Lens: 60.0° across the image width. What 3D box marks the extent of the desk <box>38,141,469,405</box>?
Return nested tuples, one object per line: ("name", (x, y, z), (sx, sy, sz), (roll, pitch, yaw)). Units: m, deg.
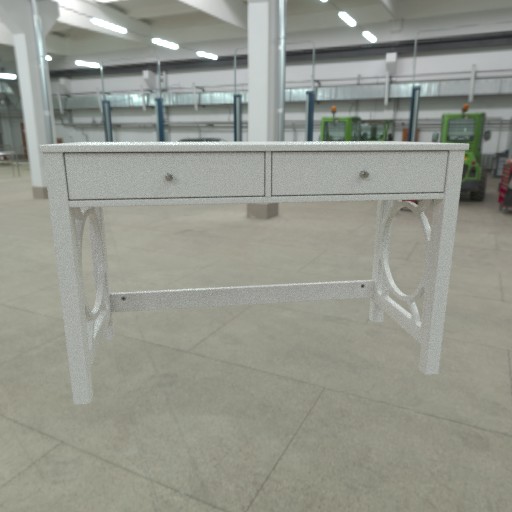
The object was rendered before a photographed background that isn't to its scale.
("desk", (0.000, 0.000, 1.540), (1.191, 0.762, 0.504), (-2, 15, -8))
